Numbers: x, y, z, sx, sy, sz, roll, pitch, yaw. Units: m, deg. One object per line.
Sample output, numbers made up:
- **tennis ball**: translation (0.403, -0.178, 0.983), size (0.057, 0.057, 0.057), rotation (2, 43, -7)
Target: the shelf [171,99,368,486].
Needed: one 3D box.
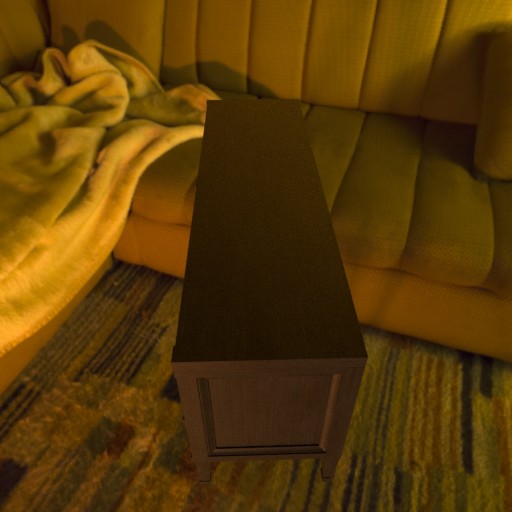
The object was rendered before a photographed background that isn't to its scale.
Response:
- **shelf**: translation (0.000, 0.000, 1.866), size (0.479, 0.719, 1.575), rotation (-1, 41, -1)
